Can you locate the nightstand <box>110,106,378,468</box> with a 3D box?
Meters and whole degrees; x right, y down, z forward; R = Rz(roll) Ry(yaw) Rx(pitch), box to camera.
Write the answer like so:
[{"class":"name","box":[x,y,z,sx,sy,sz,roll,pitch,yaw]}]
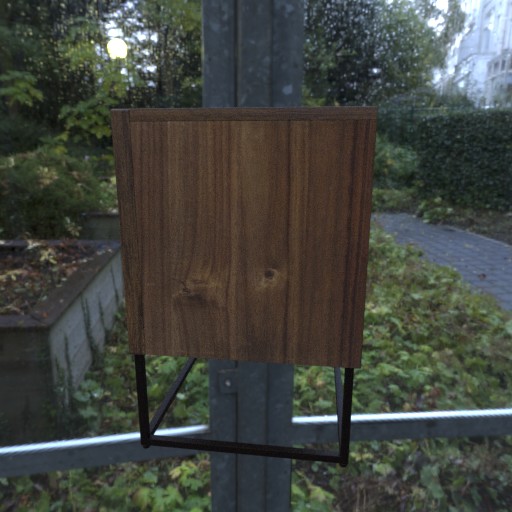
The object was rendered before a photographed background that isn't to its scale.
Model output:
[{"class":"nightstand","box":[0.000,0.000,1.027,0.437,0.610,0.610,2,14,8]}]
